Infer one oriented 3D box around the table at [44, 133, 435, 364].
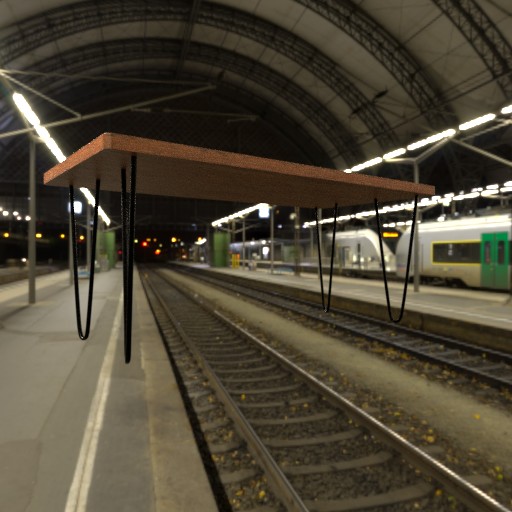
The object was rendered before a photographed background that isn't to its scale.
[{"bbox_3d":[0.000,0.000,2.225,1.791,0.753,0.883,0,0,-37],"label":"table"}]
